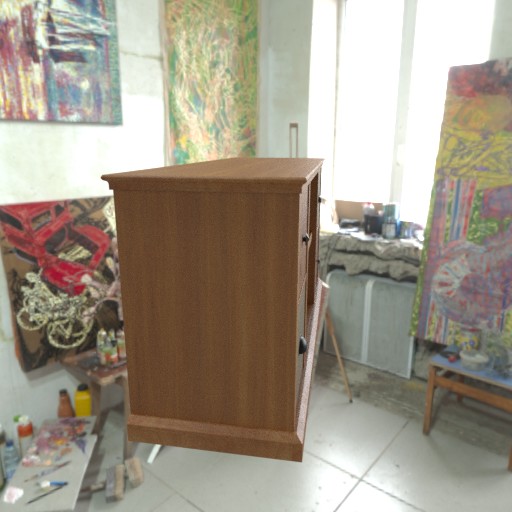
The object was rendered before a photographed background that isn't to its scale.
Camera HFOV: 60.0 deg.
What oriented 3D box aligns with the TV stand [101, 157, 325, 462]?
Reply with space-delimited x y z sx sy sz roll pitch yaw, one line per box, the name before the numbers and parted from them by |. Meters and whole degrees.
TV stand | 0.000 0.000 1.482 0.417 0.607 1.181 3 14 10
